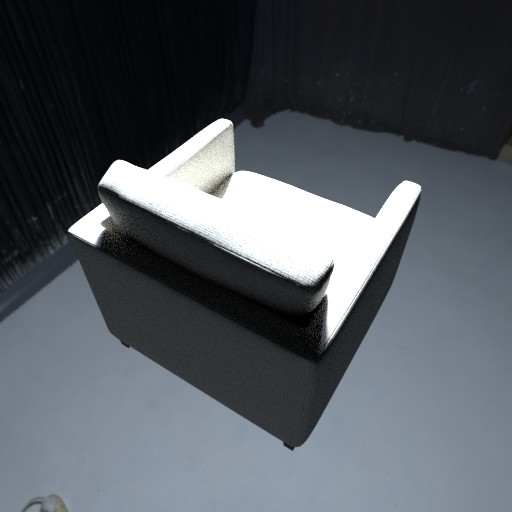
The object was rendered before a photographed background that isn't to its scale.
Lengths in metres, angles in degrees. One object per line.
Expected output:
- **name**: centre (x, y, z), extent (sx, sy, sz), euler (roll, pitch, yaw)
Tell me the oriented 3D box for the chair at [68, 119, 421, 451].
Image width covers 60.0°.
- **chair**: centre (0.000, 0.000, 1.804), extent (0.996, 0.919, 0.959), euler (25, 51, 22)
